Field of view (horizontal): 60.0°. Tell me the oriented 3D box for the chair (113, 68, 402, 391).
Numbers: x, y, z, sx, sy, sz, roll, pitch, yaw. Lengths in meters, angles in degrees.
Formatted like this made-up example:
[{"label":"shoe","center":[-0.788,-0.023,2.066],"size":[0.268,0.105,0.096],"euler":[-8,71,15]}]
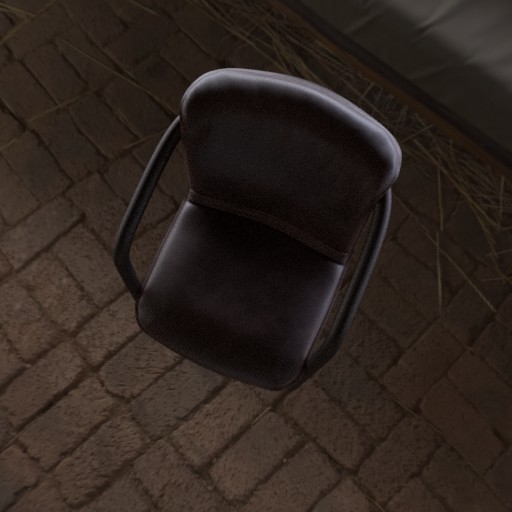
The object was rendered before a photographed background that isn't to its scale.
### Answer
[{"label":"chair","center":[0.000,0.000,1.240],"size":[0.536,0.836,0.664],"euler":[23,76,6]}]
